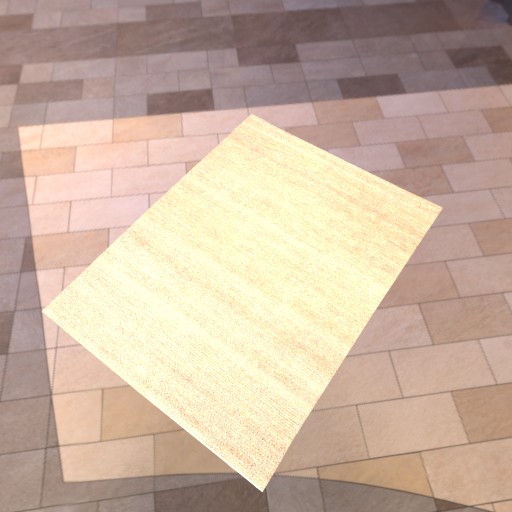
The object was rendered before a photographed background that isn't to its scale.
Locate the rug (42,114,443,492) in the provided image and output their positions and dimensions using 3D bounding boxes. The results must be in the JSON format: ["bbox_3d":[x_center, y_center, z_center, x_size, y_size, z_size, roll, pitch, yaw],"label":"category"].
[{"bbox_3d":[0.000,0.000,4.309,2.467,0.046,3.245,32,64,18],"label":"rug"}]
